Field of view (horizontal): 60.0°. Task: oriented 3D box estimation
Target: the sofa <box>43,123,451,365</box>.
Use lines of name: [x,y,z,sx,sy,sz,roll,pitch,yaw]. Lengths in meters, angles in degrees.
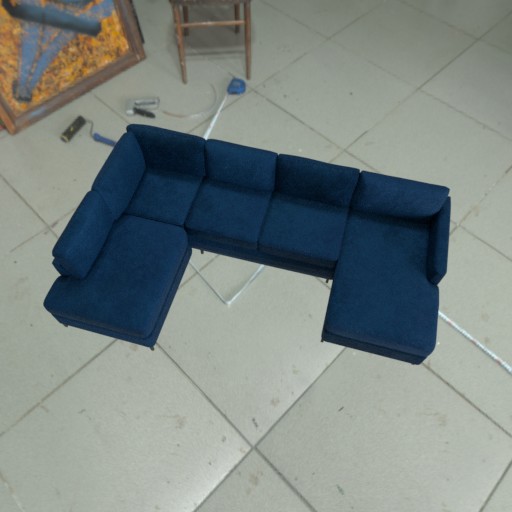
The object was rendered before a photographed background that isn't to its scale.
sofa: [0.000,0.000,4.237,3.434,0.992,2.055,13,60,8]
